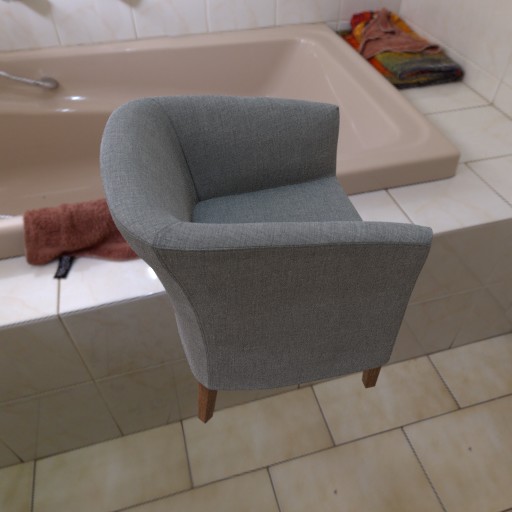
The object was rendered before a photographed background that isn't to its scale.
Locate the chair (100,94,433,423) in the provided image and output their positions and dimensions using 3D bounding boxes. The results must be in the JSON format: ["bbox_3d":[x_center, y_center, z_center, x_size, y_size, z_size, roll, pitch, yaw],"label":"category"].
[{"bbox_3d":[0.000,0.000,1.244,0.668,0.771,0.600,-10,47,-9],"label":"chair"}]
